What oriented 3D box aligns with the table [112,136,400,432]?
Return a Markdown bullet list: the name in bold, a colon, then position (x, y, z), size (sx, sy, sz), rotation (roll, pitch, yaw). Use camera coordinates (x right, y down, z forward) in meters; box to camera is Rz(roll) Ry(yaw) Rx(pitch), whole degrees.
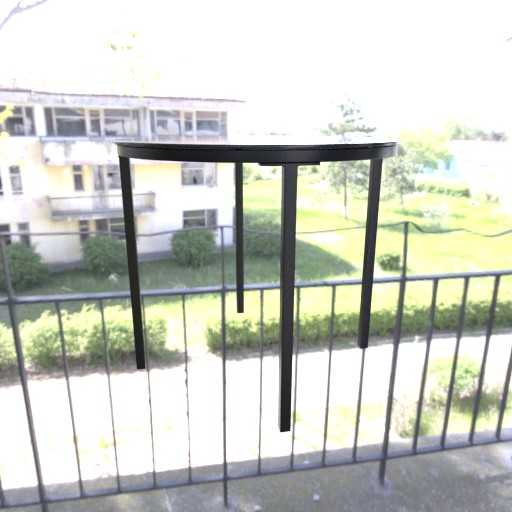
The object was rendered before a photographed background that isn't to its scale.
- **table**: position (0.000, 0.000, 0.868), size (0.499, 0.443, 0.499), rotation (0, 16, 0)
